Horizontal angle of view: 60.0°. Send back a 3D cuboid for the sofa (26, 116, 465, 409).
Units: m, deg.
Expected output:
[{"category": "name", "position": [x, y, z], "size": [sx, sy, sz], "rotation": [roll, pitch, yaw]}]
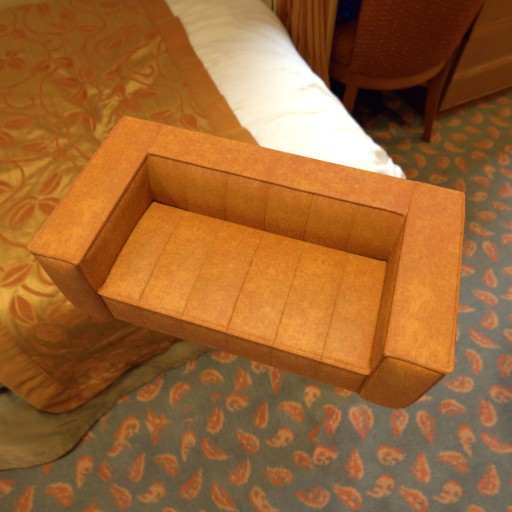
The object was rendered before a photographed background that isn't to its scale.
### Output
[{"category": "sofa", "position": [0.000, 0.000, 2.554], "size": [2.088, 0.703, 1.102], "rotation": [15, 59, 9]}]
